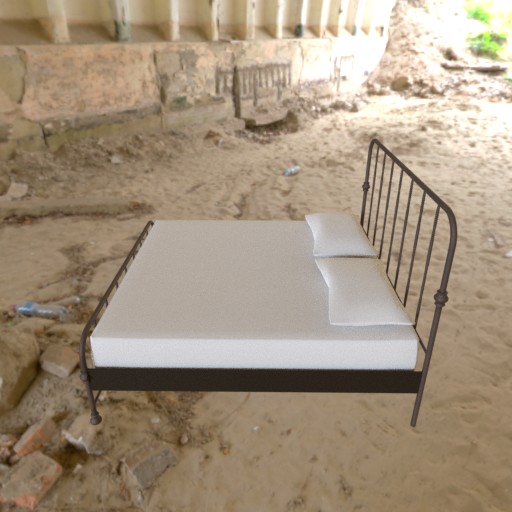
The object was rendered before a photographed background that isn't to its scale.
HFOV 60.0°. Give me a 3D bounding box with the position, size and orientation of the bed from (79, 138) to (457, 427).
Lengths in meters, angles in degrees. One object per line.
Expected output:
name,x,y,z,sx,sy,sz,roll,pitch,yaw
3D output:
bed,0.000,0.000,3.433,2.134,1.446,2.044,0,27,1
